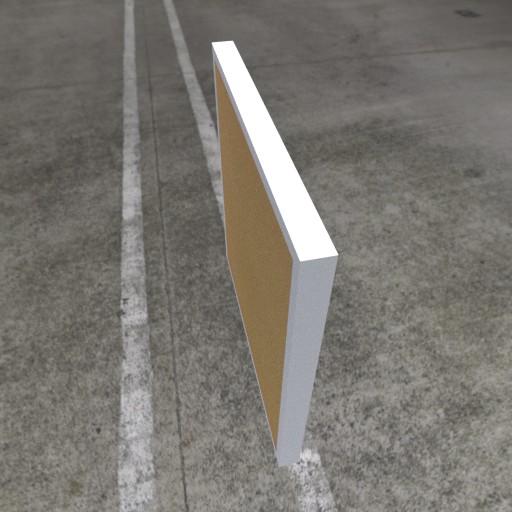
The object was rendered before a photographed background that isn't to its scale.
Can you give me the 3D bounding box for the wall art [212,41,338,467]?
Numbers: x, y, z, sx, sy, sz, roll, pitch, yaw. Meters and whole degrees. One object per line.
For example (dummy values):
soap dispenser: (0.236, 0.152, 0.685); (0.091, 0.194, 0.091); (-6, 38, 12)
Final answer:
wall art: (0.000, 0.000, 0.743); (0.035, 0.507, 0.508); (-9, 47, -9)
